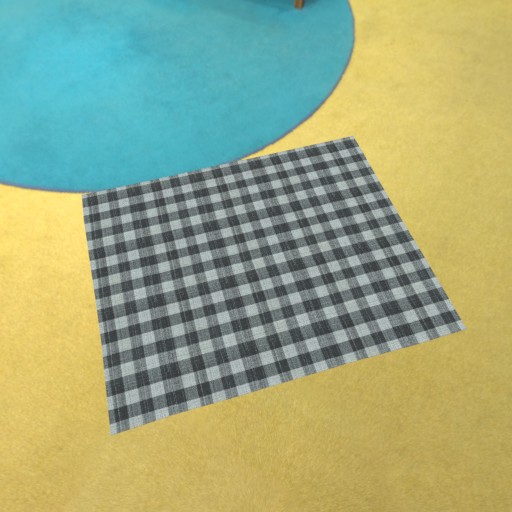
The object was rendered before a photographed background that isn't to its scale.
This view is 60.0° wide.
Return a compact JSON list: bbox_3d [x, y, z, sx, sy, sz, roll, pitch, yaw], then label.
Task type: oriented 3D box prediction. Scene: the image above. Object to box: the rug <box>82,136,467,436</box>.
[{"bbox_3d":[0.000,0.000,4.159,3.021,0.013,2.432,-14,59,-9],"label":"rug"}]
